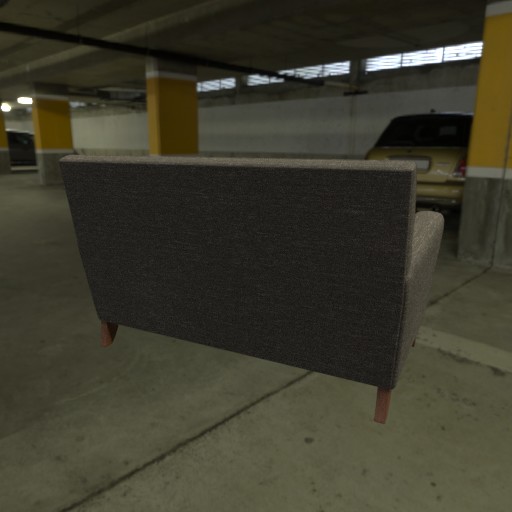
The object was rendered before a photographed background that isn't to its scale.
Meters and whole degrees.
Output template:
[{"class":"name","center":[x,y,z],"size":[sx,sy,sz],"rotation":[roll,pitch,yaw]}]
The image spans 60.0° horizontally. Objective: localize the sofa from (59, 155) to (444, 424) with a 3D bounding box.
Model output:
[{"class":"sofa","center":[0.000,0.000,2.030],"size":[1.509,0.905,0.867],"rotation":[7,16,26]}]
